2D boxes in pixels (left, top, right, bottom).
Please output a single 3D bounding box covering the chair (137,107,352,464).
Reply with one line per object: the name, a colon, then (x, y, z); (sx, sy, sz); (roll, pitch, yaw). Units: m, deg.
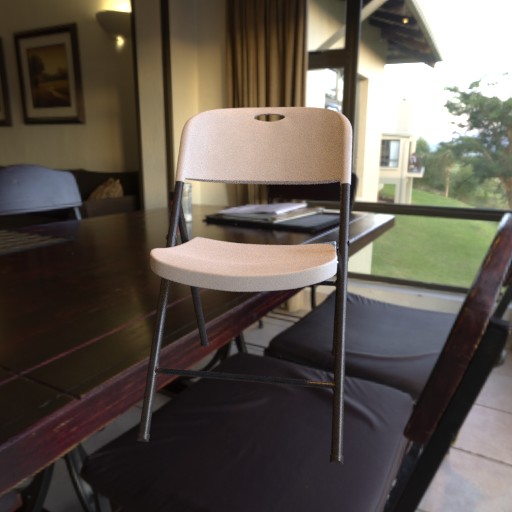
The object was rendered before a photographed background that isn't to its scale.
chair: (0.000, 0.000, 1.202); (0.494, 0.810, 0.566); (2, 14, 9)
